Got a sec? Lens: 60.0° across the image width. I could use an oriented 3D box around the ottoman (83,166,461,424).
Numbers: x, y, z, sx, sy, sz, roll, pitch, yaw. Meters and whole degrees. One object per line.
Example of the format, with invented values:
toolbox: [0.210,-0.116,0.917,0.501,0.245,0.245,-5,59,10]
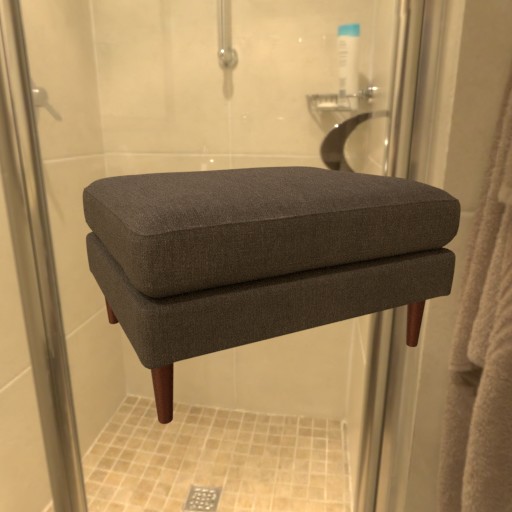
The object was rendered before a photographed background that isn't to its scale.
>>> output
ottoman: [0.000,0.000,1.252,0.821,0.474,0.693,-8,18,-27]
